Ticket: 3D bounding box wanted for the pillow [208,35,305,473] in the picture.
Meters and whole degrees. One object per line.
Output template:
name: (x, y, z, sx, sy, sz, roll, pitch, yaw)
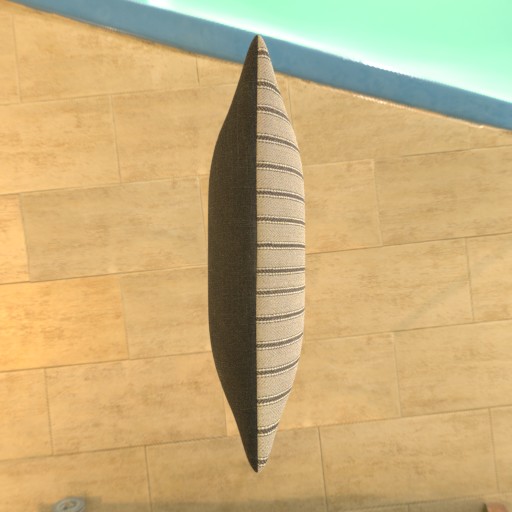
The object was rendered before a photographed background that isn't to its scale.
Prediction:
pillow: (0.000, 0.000, 0.681, 0.138, 0.444, 0.468, 0, 90, -1)
